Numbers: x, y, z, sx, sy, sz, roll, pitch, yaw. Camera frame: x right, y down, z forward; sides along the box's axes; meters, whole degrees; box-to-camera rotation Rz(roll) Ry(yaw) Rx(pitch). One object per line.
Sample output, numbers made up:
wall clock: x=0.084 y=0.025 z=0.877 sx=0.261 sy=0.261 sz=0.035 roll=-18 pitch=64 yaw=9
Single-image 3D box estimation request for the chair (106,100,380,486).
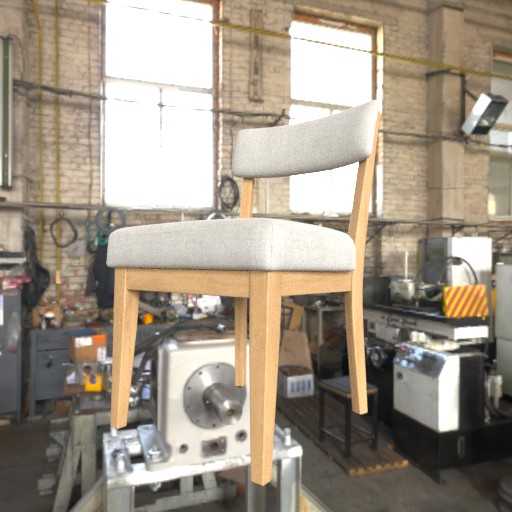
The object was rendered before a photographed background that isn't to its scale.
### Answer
chair: x=0.000 y=0.000 z=1.143 sx=0.508 sy=0.832 sz=0.572 roll=0 pitch=0 yaw=38
